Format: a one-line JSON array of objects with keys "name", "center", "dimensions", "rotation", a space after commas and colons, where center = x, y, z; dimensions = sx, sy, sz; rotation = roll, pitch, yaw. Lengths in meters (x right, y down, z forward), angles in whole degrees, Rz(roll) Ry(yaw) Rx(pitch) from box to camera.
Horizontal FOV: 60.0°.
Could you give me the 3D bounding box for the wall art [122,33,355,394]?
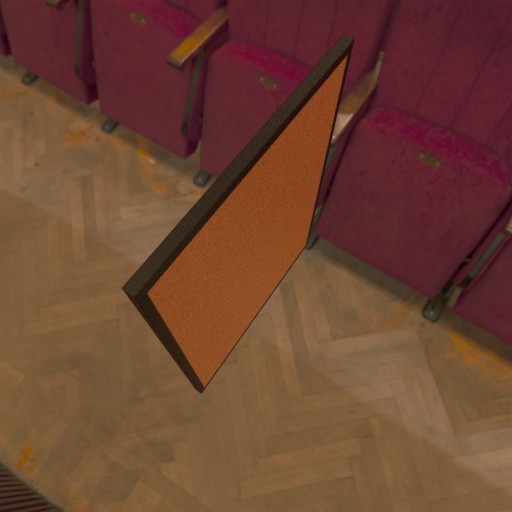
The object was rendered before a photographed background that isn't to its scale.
[{"name": "wall art", "center": [0.000, 0.000, 1.354], "dimensions": [0.030, 1.027, 0.774], "rotation": [31, 68, 14]}]
